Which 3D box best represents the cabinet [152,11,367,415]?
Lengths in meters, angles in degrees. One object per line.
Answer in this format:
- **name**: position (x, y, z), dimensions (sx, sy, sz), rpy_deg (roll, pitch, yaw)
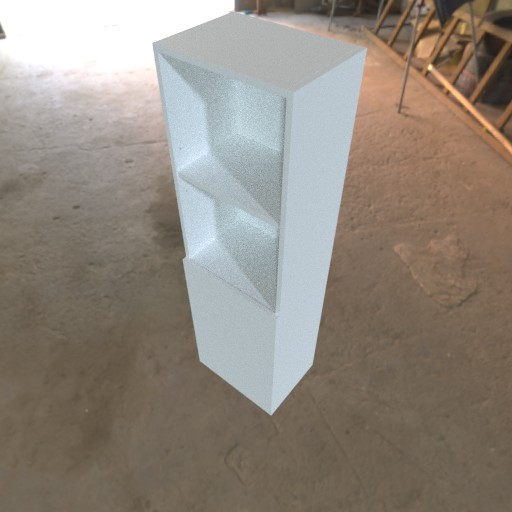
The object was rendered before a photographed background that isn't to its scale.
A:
- **cabinet**: position (0.000, 0.000, 1.482), dimensions (0.400, 1.350, 0.300), rpy_deg (30, 53, 26)
